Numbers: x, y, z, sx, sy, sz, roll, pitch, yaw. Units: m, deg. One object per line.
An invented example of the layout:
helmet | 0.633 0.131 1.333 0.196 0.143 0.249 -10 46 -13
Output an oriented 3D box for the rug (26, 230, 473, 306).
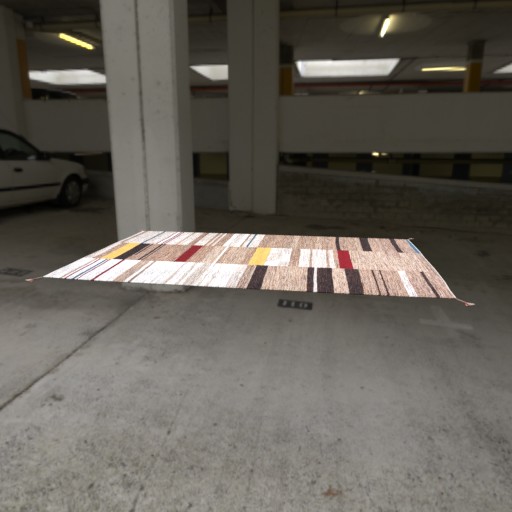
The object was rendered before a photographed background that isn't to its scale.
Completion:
rug | 0.000 0.000 2.440 1.918 0.007 1.268 2 14 9
